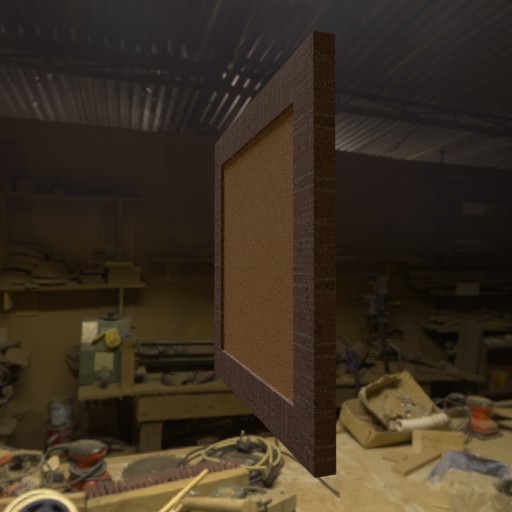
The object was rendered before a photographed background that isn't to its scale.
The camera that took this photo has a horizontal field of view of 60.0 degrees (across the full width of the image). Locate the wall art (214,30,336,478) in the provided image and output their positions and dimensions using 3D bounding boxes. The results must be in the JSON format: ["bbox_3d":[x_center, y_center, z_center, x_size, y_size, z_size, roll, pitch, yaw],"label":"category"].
[{"bbox_3d":[0.000,0.000,0.782,0.029,0.531,0.531,0,-1,-18],"label":"wall art"}]
